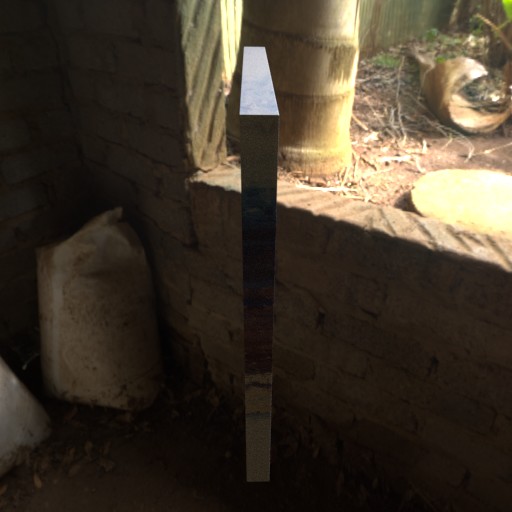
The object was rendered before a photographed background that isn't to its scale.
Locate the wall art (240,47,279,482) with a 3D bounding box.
[{"bbox_3d":[0.000,0.000,0.739,0.036,0.581,0.437,0,33,-1],"label":"wall art"}]
